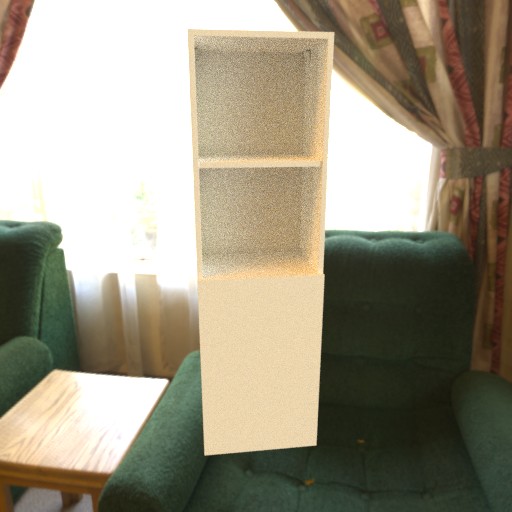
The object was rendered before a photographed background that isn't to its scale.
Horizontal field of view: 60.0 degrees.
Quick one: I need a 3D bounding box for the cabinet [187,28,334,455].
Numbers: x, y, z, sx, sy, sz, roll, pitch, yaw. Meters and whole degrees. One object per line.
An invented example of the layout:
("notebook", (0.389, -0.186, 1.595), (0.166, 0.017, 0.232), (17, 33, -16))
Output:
("cabinet", (0.000, 0.000, 1.516), (0.400, 1.350, 0.300), (-2, 17, -7))
